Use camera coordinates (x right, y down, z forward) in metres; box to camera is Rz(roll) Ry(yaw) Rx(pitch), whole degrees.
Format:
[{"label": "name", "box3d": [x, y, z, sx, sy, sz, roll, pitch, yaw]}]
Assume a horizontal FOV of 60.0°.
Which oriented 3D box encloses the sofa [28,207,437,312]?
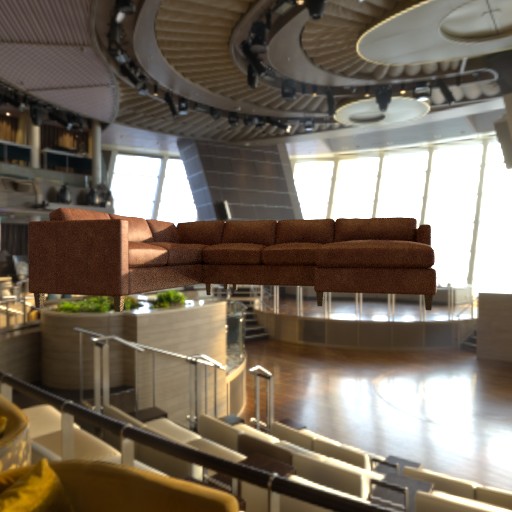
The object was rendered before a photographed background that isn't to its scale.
[{"label": "sofa", "box3d": [0.000, 0.000, 4.447, 3.324, 0.888, 2.452, 0, 0, 18]}]
